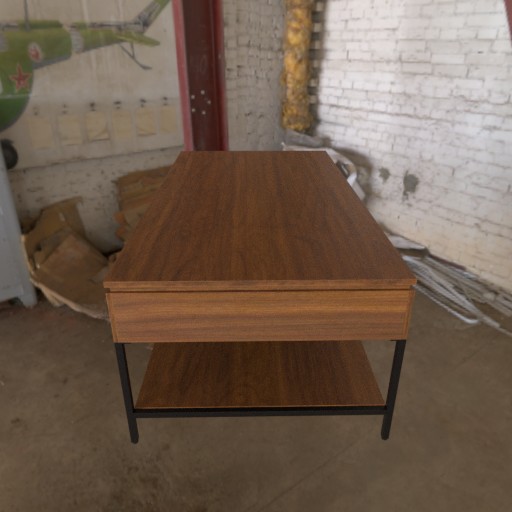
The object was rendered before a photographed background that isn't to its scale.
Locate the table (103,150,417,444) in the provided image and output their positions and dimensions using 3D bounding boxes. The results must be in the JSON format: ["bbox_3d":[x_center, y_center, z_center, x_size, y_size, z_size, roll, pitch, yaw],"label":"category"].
[{"bbox_3d":[0.000,0.000,1.374,0.574,0.414,1.057,0,26,-1],"label":"table"}]
